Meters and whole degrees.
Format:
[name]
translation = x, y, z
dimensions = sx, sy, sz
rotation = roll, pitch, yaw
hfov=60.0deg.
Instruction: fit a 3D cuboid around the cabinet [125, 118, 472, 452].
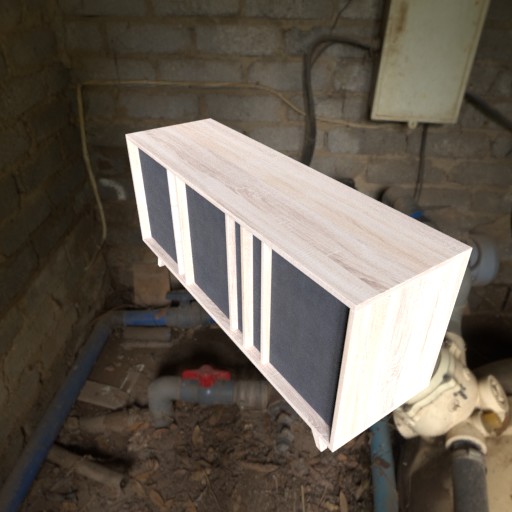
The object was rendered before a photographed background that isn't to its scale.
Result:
[cabinet]
translation = 0.000, 0.000, 2.037
dimensions = 0.500, 0.780, 1.650
rotation = -21, 39, -28
